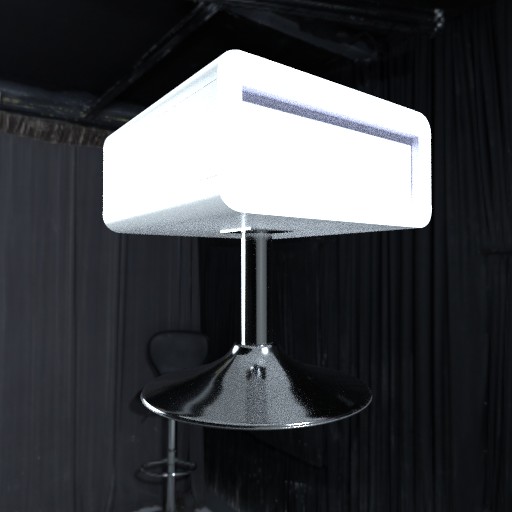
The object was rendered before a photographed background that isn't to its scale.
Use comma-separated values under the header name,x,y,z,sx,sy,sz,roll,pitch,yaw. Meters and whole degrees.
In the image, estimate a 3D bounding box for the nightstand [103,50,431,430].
name,x,y,z,sx,sy,sz,roll,pitch,yaw
nightstand,0.000,0.000,0.751,0.399,0.447,0.404,1,-1,-36
